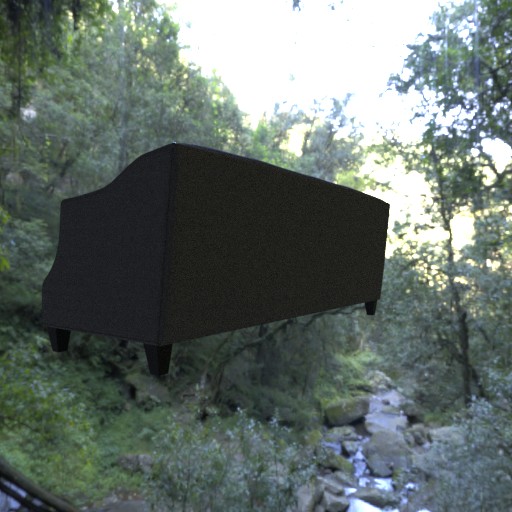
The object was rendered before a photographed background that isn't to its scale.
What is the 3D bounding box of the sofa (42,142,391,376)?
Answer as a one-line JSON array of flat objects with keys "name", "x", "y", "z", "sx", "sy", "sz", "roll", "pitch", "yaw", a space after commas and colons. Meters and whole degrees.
[{"name": "sofa", "x": 0.000, "y": 0.000, "z": 2.730, "sx": 0.914, "sy": 0.901, "sz": 2.235, "roll": 0, "pitch": 0, "yaw": 36}]
